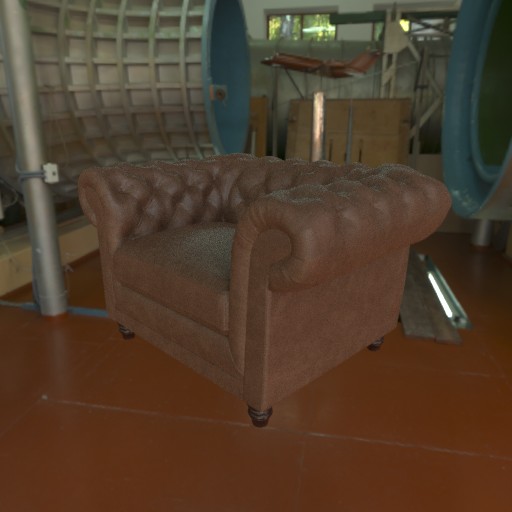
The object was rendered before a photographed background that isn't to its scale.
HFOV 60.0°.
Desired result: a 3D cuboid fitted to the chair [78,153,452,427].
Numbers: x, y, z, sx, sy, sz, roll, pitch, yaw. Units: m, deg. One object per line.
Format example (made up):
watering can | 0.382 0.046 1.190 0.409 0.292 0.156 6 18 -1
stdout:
chair | 0.000 0.000 1.869 0.954 0.784 1.298 -16 23 -42
